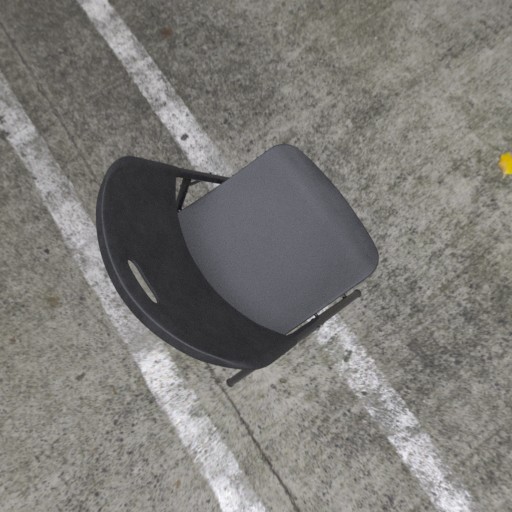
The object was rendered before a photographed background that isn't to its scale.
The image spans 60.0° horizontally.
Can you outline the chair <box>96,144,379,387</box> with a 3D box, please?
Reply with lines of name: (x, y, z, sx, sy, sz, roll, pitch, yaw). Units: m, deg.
chair: (0.000, 0.000, 1.170, 0.566, 0.810, 0.494, -34, 79, -8)
